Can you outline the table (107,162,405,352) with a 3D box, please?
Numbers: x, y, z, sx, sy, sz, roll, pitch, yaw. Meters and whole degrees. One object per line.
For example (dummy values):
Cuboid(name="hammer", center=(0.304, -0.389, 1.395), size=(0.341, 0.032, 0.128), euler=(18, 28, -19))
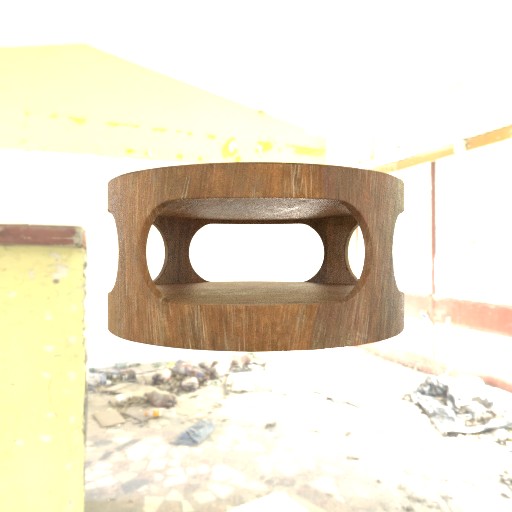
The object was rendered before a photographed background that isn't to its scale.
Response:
Cuboid(name="table", center=(0.000, 0.000, 1.534), size=(0.974, 0.450, 0.974), euler=(0, 0, 0))
